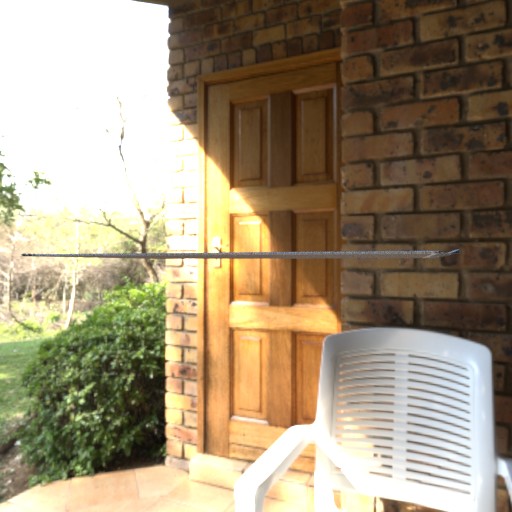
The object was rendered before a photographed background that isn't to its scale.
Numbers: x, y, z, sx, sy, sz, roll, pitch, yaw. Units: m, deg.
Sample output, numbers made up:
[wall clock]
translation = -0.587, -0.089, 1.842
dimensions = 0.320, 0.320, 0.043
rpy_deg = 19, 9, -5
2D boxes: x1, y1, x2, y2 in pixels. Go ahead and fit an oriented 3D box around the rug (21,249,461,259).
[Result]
[rug]
translation = 0.000, 0.000, 2.939
dimensions = 2.312, 0.017, 1.613
rpy_deg = 0, -1, 19
